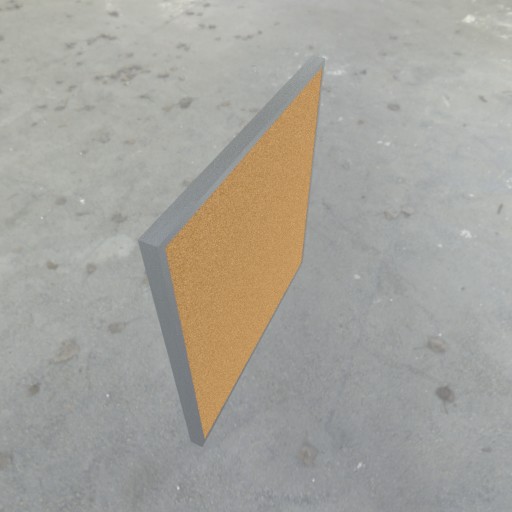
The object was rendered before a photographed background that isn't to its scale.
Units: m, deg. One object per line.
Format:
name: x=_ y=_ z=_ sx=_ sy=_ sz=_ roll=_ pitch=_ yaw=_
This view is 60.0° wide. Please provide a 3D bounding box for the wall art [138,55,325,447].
wall art: x=0.000 y=0.000 z=1.243 sx=0.038 sy=0.806 sz=0.806 roll=19 pitch=49 yaw=17
